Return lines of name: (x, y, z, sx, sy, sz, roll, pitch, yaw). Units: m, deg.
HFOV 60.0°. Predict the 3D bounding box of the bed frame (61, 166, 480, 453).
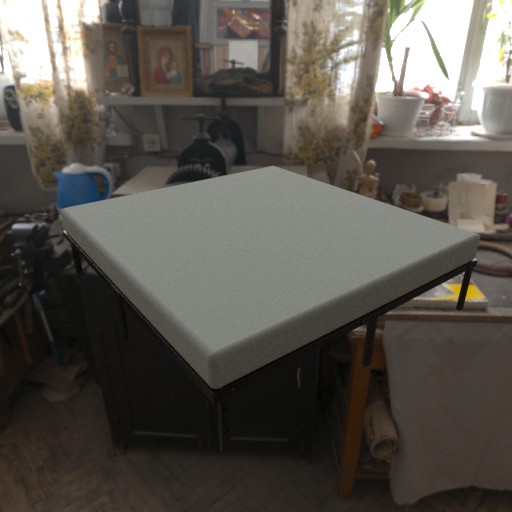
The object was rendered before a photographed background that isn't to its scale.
bed frame: (0.000, 0.000, 3.896, 2.526, 0.680, 2.635, -18, 32, -33)
